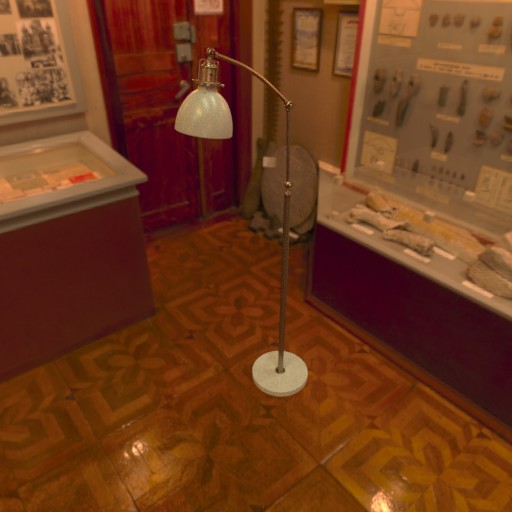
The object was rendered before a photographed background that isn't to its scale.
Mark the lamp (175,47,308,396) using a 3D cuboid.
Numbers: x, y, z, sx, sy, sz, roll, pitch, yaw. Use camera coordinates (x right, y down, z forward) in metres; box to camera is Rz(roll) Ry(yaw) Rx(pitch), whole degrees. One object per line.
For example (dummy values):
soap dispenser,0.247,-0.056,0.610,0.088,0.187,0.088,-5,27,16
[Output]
lamp,0.000,0.000,1.823,0.599,1.586,0.288,-22,38,-31
